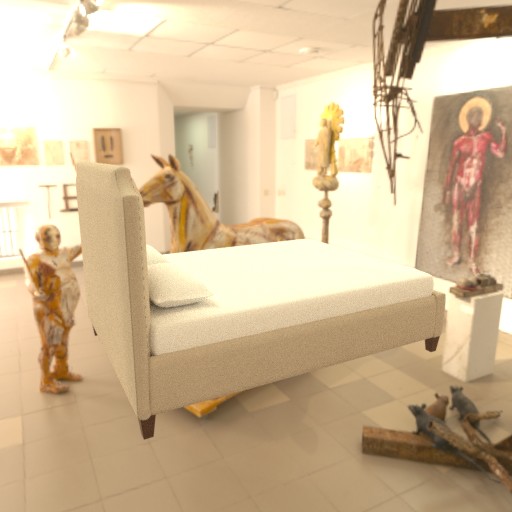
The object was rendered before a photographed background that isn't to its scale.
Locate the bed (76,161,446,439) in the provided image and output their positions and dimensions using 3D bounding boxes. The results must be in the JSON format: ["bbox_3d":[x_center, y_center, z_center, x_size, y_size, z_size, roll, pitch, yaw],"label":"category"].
[{"bbox_3d":[0.000,0.000,3.442,2.372,1.443,1.713,-7,15,-28],"label":"bed"}]
